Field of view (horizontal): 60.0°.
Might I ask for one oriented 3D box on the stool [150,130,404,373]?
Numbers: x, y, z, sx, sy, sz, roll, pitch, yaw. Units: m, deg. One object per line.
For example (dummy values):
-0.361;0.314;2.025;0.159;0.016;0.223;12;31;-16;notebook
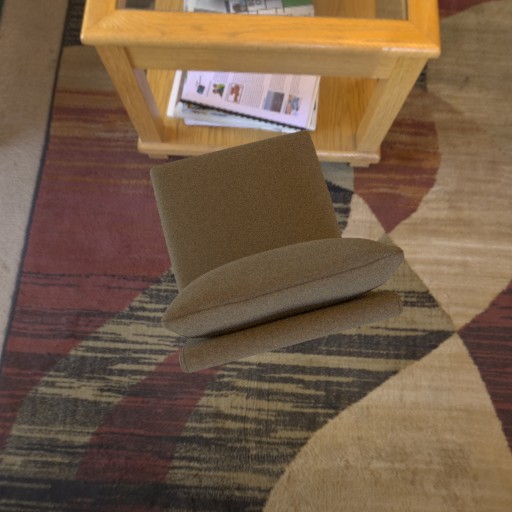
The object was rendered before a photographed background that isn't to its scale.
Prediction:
0.000;0.000;1.302;0.463;1.030;0.569;-14;76;-4;stool
